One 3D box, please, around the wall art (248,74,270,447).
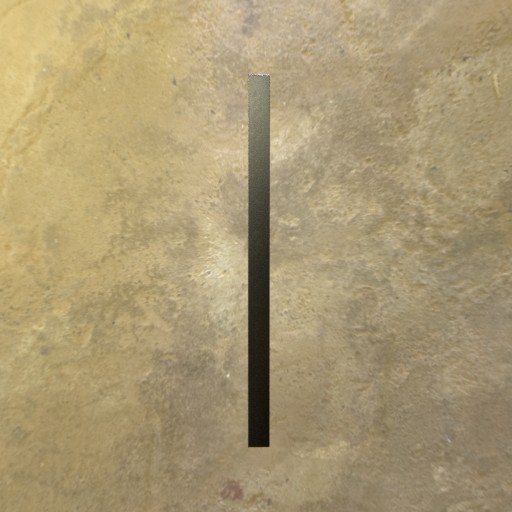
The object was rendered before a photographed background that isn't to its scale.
[{"bbox_3d":[0.000,0.000,0.601,0.019,0.455,0.314,0,91,-1],"label":"wall art"}]
